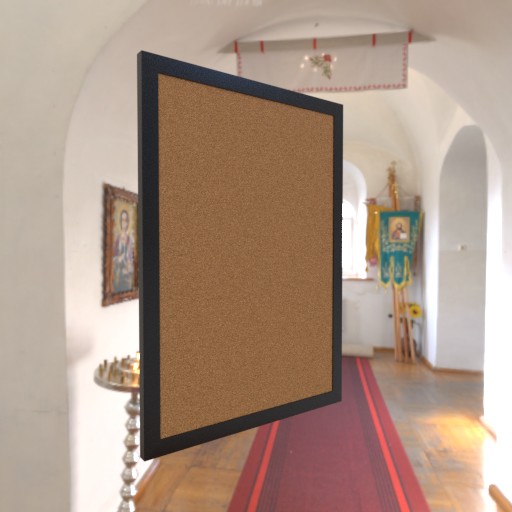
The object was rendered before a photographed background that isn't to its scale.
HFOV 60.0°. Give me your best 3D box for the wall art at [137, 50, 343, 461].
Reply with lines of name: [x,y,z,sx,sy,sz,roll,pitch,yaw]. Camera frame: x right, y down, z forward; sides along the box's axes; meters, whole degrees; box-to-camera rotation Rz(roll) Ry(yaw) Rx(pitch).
wall art: [0.000,0.000,0.560,0.304,0.432,0.013,-1,2,-36]
